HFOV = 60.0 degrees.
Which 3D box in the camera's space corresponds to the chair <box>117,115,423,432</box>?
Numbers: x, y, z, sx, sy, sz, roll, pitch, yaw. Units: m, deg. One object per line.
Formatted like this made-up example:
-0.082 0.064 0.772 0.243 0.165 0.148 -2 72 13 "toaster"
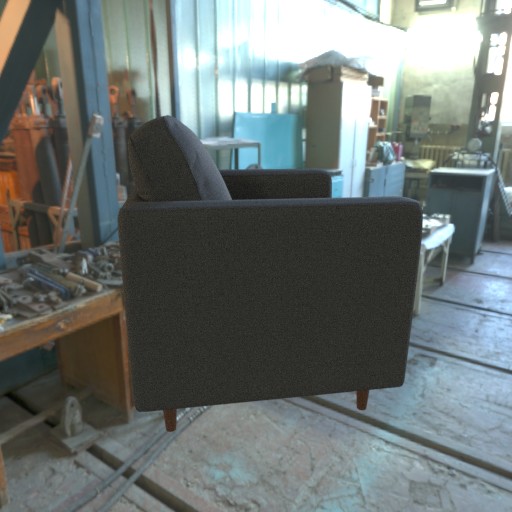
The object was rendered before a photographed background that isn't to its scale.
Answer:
0.000 0.000 1.532 0.800 0.927 0.854 -3 17 -9 "chair"
